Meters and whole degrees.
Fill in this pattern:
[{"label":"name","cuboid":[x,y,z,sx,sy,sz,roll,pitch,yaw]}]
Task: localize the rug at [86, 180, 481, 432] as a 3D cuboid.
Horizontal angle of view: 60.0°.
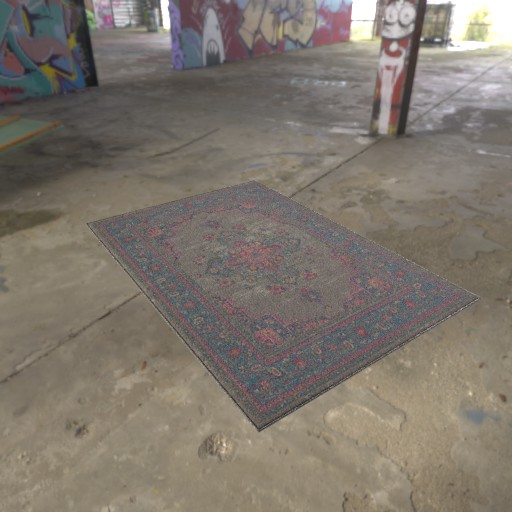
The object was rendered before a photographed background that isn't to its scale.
[{"label":"rug","cuboid":[0.000,0.000,3.763,2.005,0.013,2.890,-20,36,-30]}]
